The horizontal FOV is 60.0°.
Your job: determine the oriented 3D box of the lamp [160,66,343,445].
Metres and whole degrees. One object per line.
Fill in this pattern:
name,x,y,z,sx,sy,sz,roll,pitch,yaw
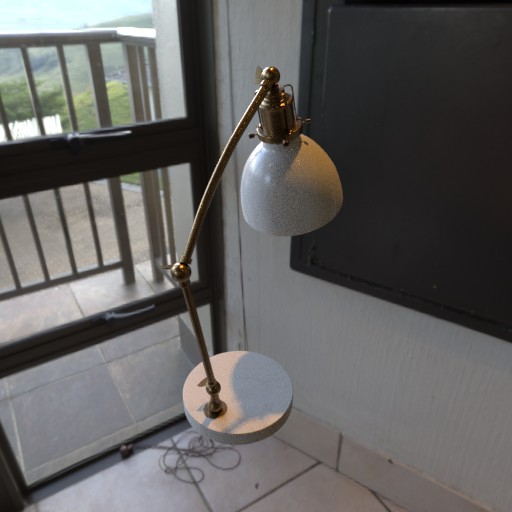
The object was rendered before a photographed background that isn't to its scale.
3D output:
lamp,0.000,0.000,0.665,0.186,0.522,0.317,22,36,34
